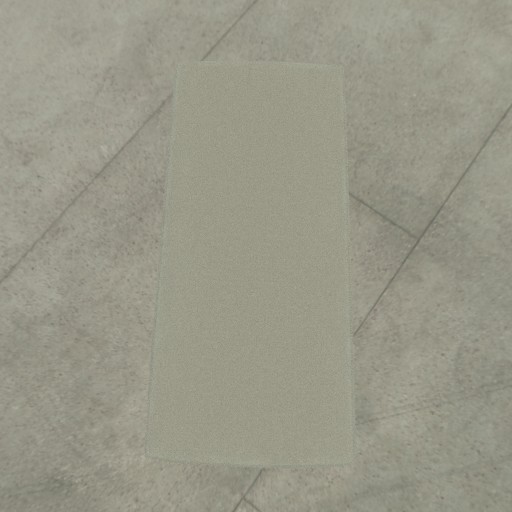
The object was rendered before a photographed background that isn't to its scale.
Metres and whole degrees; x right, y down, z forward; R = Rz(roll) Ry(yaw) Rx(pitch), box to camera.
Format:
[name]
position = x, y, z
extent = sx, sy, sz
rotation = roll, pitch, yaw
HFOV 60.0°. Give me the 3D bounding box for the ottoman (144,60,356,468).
[ottoman]
position = 0.000, 0.000, 1.641
extent = 0.665, 0.457, 1.388
rotation = 1, 75, 0
